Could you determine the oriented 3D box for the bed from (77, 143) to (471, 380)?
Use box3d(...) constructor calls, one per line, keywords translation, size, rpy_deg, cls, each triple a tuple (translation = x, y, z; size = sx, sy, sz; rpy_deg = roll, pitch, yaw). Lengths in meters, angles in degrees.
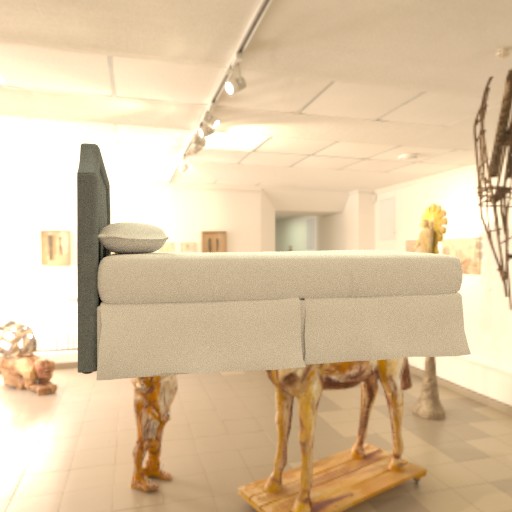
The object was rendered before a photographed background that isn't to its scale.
box3d(translation=(0.000, 0.000, 3.514), size=(2.464, 1.306, 1.977), rpy_deg=(0, 1, -16), cls="bed")
